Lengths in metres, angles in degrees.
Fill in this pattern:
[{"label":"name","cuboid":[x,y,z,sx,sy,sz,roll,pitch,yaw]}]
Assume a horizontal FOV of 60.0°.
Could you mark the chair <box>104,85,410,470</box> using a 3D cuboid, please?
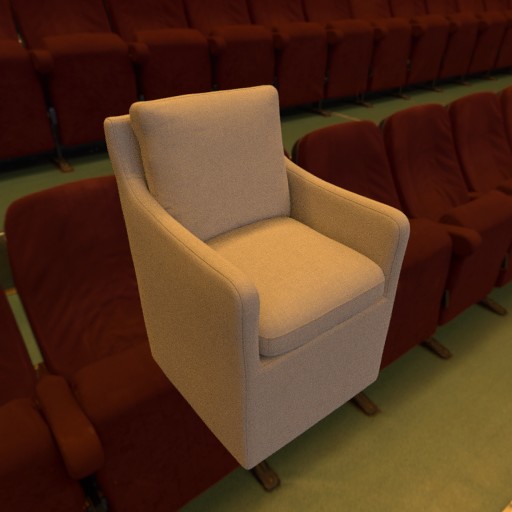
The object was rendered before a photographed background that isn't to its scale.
[{"label":"chair","cuboid":[0.000,0.000,1.386,0.626,0.914,0.694,-21,37,-32]}]
